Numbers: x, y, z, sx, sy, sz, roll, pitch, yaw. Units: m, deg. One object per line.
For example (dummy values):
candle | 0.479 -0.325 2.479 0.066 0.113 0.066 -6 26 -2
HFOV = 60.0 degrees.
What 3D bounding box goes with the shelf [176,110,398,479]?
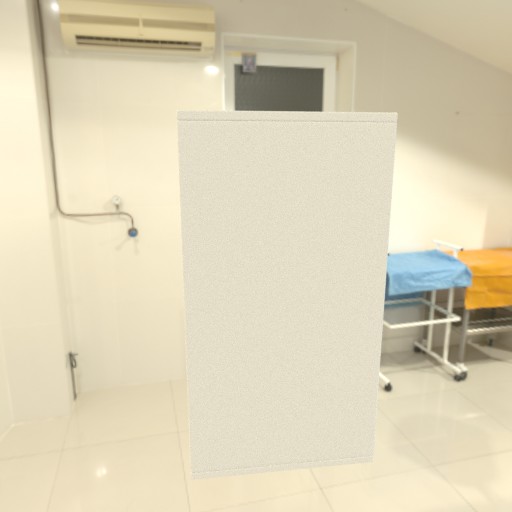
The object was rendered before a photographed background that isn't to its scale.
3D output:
shelf | 0.000 0.000 1.292 0.396 0.732 0.895 -2 14 -8
